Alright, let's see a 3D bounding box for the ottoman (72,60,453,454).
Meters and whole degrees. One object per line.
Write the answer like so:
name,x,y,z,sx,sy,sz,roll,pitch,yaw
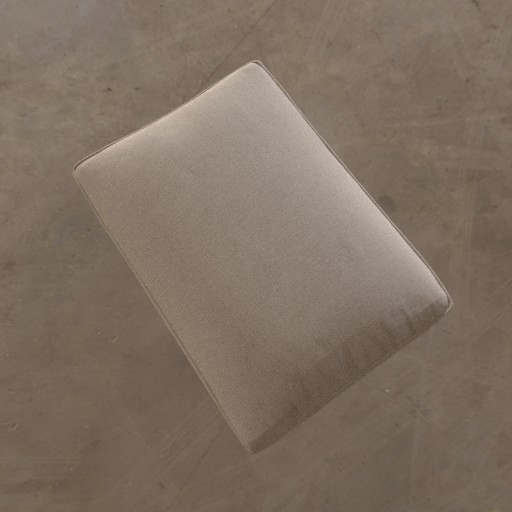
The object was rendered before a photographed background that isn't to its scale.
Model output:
ottoman,0.000,0.000,1.000,0.501,0.456,0.665,-34,77,-9
